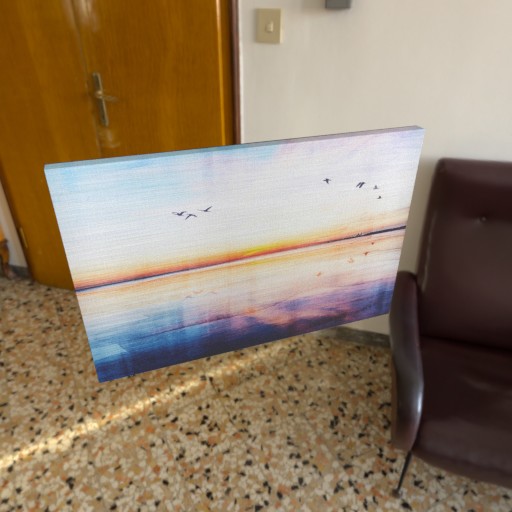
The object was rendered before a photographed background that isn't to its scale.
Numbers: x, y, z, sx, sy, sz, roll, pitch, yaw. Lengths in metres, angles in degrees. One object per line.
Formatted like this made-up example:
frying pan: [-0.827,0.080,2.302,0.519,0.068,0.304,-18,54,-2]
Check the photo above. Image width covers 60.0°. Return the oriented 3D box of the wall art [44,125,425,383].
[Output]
wall art: [0.000,0.000,1.185,0.911,0.605,0.037,-10,33,-16]
